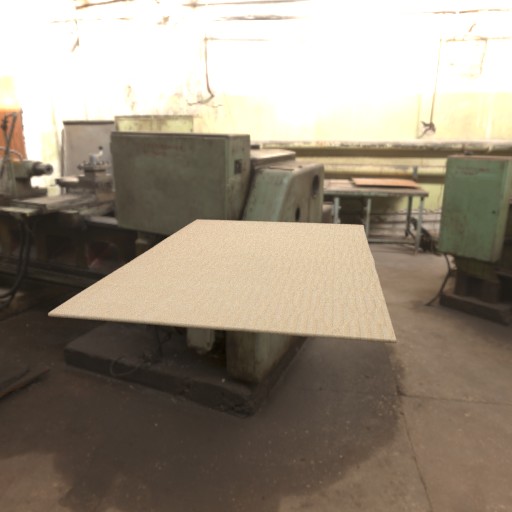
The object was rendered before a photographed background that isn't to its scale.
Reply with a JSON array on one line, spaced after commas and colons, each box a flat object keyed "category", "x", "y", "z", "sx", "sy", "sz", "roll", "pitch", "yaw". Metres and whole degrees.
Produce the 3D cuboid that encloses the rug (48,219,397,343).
[{"category": "rug", "x": 0.000, "y": 0.000, "z": 2.386, "sx": 1.238, "sy": 0.014, "sz": 1.848, "roll": 3, "pitch": 16, "yaw": 9}]
